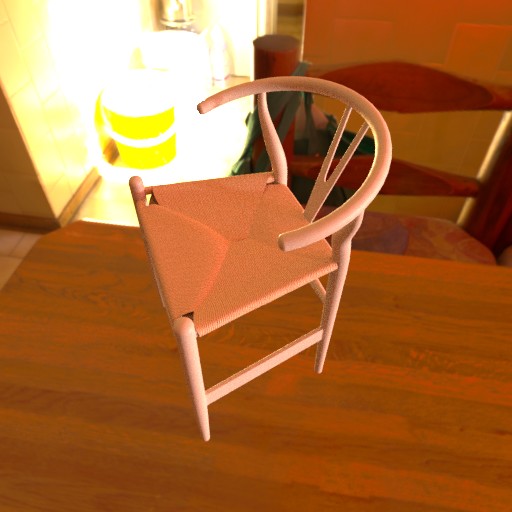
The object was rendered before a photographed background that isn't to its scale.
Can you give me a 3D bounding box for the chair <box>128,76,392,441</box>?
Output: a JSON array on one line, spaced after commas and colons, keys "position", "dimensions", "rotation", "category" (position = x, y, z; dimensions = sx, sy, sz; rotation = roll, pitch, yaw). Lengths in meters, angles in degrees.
[{"position": [0.000, 0.000, 1.104], "dimensions": [0.500, 0.736, 0.533], "rotation": [-16, 48, -15], "category": "chair"}]
